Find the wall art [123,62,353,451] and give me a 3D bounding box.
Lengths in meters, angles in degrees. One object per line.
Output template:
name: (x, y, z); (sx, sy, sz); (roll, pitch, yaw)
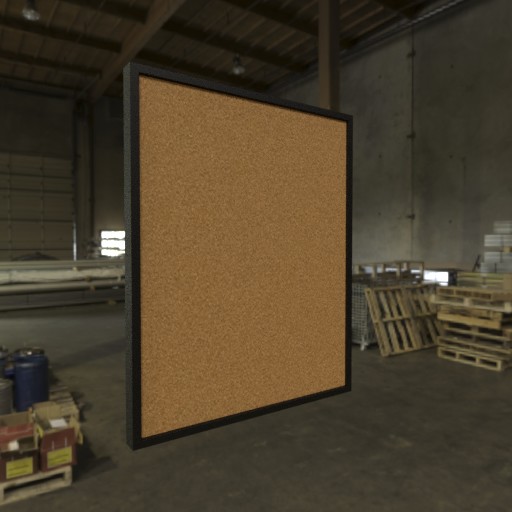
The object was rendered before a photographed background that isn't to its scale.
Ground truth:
wall art: (0.000, 0.000, 0.779); (0.457, 0.559, 0.029); (-1, 2, -35)
